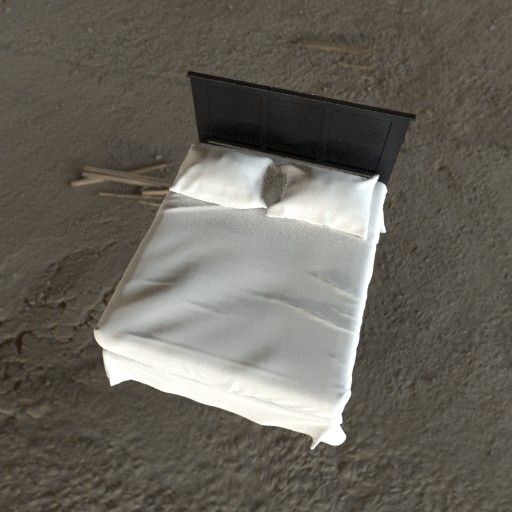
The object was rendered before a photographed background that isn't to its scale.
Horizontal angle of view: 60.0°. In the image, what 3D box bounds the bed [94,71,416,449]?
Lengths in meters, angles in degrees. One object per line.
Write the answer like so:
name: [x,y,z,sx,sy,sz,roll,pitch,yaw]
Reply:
bed: [0.000,0.000,3.147,1.870,1.270,2.050,14,59,9]
